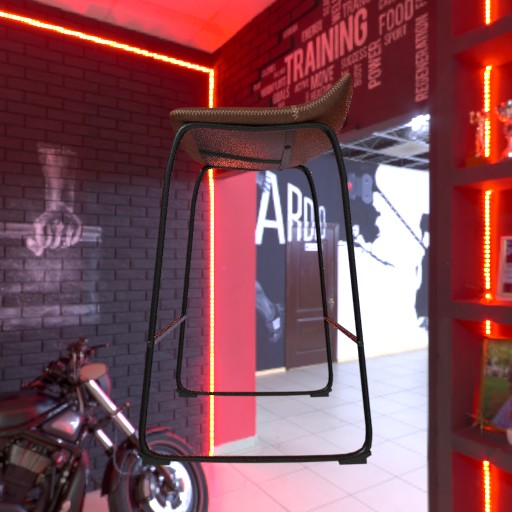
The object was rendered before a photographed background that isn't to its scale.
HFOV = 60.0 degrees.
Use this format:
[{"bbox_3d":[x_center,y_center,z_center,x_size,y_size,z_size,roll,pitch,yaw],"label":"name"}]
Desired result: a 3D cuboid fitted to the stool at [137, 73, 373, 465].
[{"bbox_3d":[0.000,0.000,1.105,0.473,0.830,0.454,0,-1,0],"label":"stool"}]
